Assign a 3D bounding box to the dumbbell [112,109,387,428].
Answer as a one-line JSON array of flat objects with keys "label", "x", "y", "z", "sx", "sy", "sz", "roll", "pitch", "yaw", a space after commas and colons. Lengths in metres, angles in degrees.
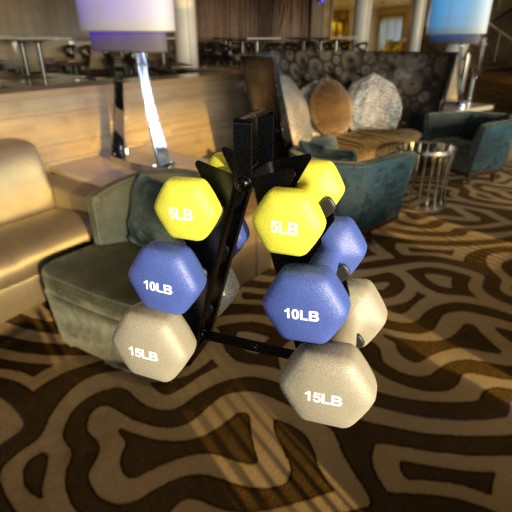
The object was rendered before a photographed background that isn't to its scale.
[{"label": "dumbbell", "x": 0.000, "y": 0.000, "z": 0.690, "sx": 0.416, "sy": 0.426, "sz": 0.261, "roll": 9, "pitch": 27, "yaw": 18}]
